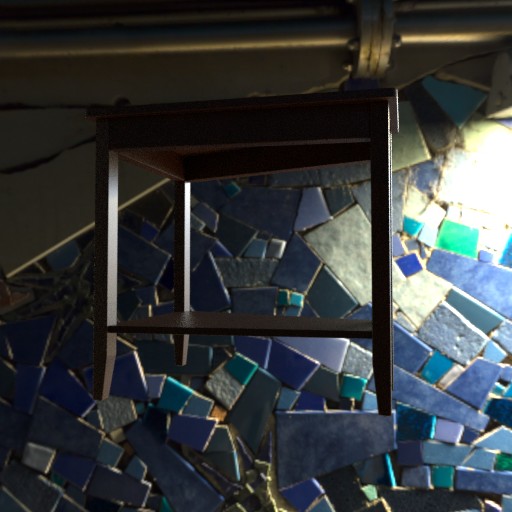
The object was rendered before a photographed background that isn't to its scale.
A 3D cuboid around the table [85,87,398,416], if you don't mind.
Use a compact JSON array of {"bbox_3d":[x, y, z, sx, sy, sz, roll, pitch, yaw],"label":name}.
[{"bbox_3d":[0.000,0.000,0.982,0.605,0.589,0.399,-1,-2,18],"label":"table"}]
